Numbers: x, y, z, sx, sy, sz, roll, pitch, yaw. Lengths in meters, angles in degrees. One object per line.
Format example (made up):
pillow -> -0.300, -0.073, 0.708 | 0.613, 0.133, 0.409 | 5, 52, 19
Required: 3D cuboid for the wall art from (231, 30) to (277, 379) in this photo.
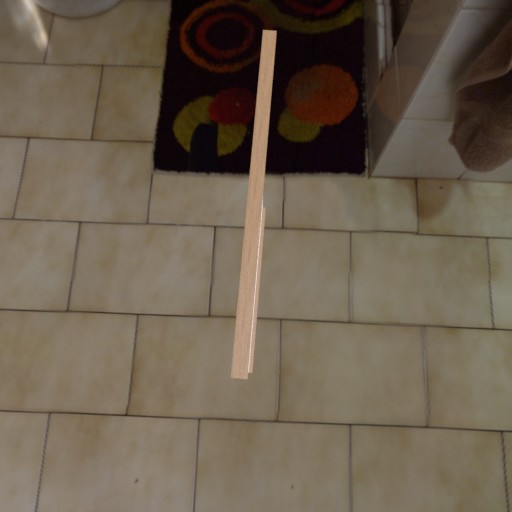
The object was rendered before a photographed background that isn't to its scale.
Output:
wall art -> 0.000, 0.000, 0.647 | 0.013, 0.510, 0.335 | 5, 76, 1
